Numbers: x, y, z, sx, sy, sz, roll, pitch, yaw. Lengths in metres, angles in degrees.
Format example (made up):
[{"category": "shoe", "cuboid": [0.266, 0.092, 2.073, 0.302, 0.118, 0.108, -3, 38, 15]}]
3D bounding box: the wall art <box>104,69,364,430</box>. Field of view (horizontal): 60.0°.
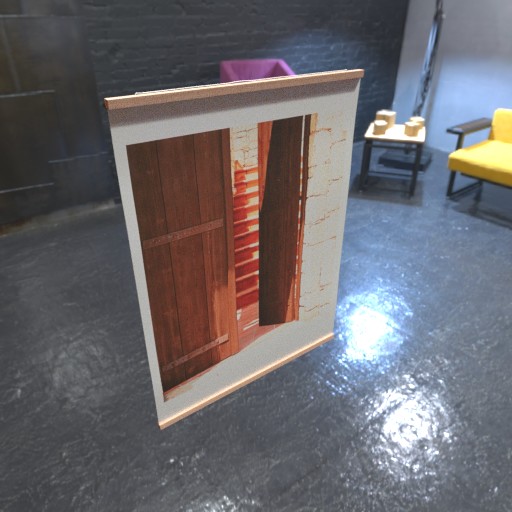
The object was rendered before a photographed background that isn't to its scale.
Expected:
[{"category": "wall art", "cuboid": [0.000, 0.000, 1.351, 0.758, 1.013, 0.020, -20, 35, -30]}]
